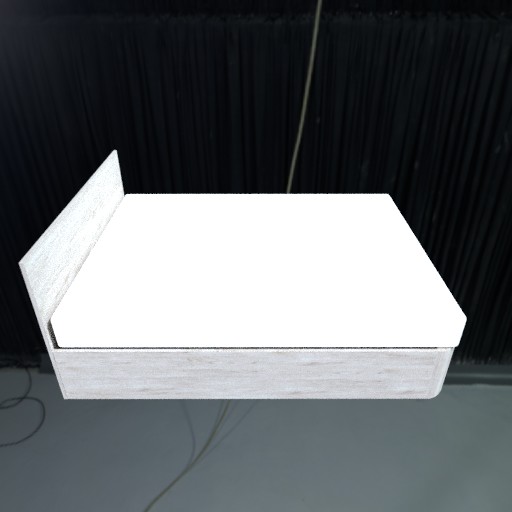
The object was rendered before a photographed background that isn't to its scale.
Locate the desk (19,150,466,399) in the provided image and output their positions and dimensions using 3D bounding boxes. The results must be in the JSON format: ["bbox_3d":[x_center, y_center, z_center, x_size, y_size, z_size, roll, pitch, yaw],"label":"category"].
[{"bbox_3d":[0.000,0.000,2.580,1.900,0.800,1.400,0,32,0],"label":"desk"}]
